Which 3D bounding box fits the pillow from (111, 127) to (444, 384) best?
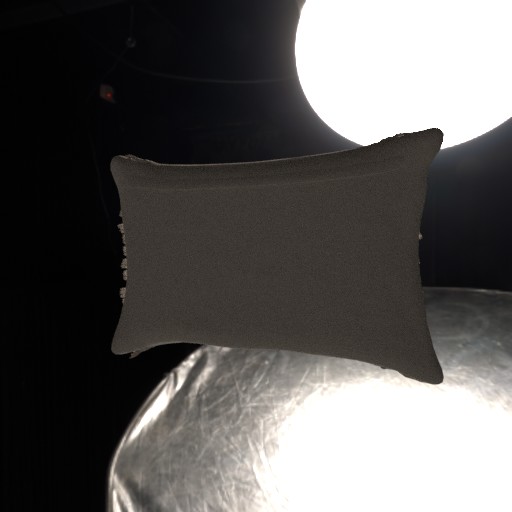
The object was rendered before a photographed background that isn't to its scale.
[{"bbox_3d":[0.000,0.000,0.593,0.466,0.305,0.084,0,-1,20],"label":"pillow"}]
